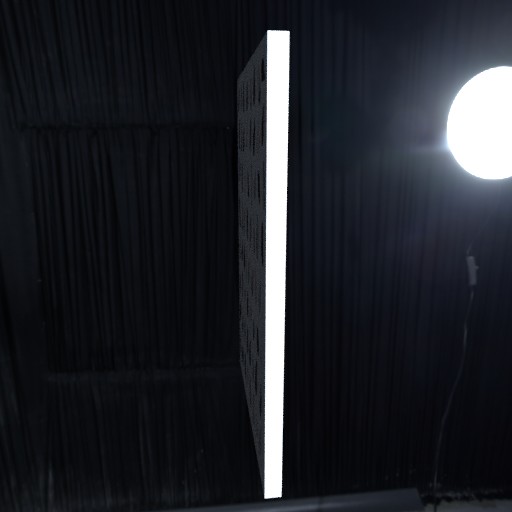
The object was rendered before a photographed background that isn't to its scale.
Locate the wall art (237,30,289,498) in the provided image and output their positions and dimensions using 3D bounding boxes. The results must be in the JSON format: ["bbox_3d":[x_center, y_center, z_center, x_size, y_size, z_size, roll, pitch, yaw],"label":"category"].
[{"bbox_3d":[0.000,0.000,0.749,0.025,0.608,0.405,-2,15,-7],"label":"wall art"}]
